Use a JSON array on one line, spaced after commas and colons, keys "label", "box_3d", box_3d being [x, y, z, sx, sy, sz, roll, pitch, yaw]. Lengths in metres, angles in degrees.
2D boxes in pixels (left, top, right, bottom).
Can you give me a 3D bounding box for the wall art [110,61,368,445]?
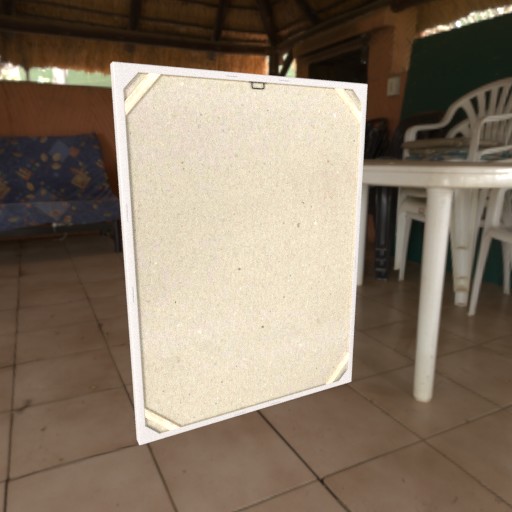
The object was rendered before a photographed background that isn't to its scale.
[{"label": "wall art", "box_3d": [0.000, 0.000, 1.586, 0.914, 1.212, 0.038, -7, 15, -27]}]
